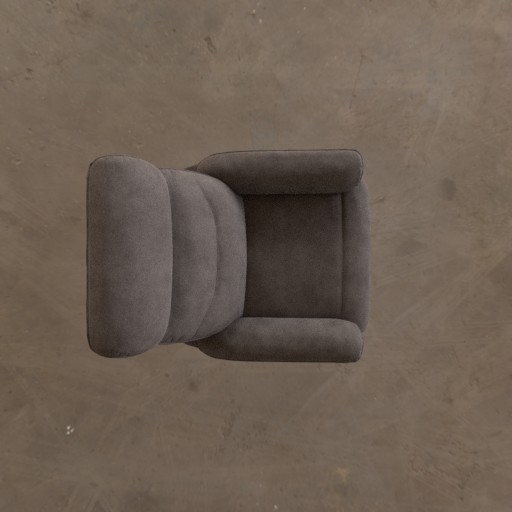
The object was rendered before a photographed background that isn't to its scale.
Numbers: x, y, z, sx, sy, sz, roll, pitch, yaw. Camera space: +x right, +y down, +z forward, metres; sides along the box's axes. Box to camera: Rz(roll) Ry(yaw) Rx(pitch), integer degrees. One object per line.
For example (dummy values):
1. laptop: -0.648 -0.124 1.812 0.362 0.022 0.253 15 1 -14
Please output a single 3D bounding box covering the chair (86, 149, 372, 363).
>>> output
1. chair: 0.000 0.000 1.754 1.009 1.036 0.830 0 90 -3
